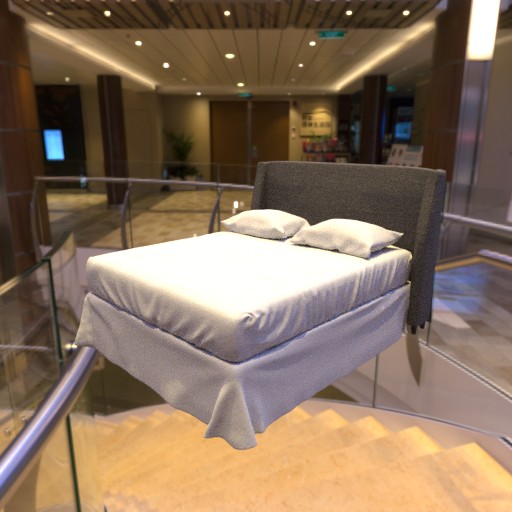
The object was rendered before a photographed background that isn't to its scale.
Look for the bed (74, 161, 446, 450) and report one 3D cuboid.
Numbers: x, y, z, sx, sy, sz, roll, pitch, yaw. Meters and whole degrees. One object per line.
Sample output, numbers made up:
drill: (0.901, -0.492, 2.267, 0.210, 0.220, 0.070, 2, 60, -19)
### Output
bed: (0.000, 0.000, 3.429, 1.925, 1.332, 2.276, 14, 20, 43)
